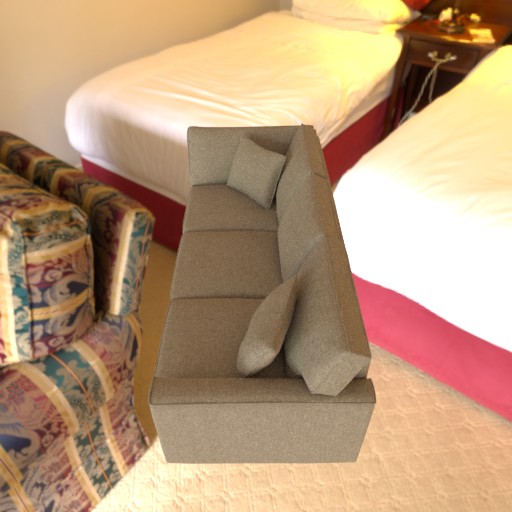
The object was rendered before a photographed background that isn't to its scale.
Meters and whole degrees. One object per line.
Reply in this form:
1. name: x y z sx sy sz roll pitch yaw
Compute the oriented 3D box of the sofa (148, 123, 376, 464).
1. sofa: 0.000 0.000 2.892 1.061 0.962 2.317 0 41 0
